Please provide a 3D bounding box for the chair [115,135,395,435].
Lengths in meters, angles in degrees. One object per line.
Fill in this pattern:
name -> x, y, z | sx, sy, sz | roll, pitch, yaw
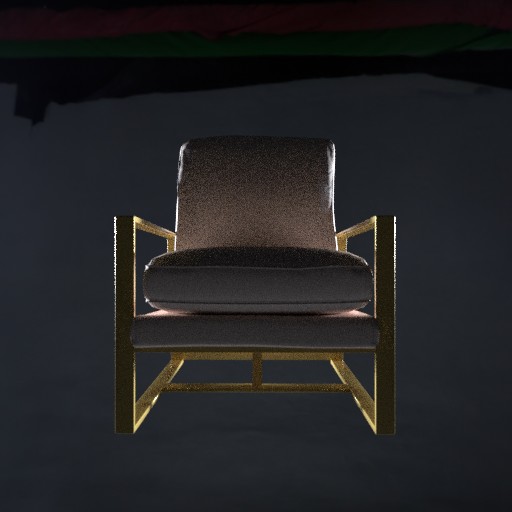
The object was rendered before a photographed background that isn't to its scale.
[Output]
chair -> 0.000, 0.000, 1.557 | 0.758, 0.956, 0.813 | 0, 0, 1
